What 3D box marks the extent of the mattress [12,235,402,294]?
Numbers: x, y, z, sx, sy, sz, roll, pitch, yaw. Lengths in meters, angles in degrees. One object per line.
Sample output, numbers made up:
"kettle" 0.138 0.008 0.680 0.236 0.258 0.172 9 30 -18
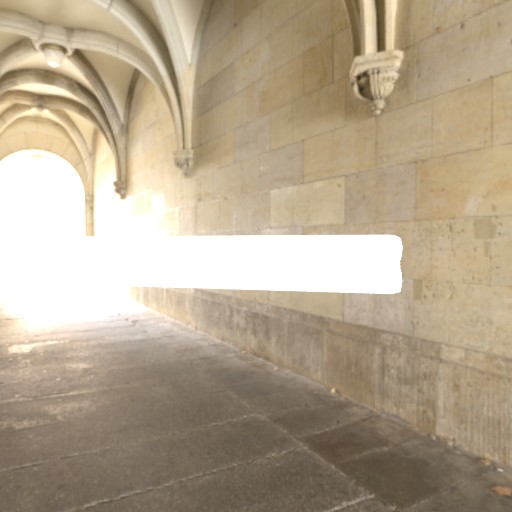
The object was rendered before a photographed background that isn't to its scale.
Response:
"mattress" 0.000 0.000 2.638 1.600 0.200 2.000 0 1 17
